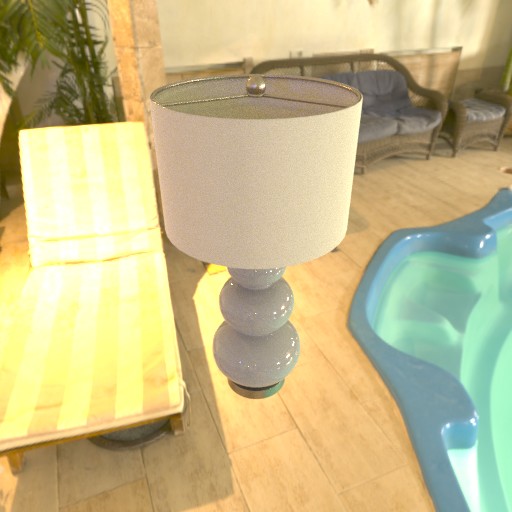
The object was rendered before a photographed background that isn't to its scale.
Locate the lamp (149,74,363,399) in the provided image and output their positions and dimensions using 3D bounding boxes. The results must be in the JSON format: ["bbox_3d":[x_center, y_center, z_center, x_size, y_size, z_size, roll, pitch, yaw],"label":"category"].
[{"bbox_3d":[0.000,0.000,0.954,0.367,0.730,0.367,-9,33,-14],"label":"lamp"}]
